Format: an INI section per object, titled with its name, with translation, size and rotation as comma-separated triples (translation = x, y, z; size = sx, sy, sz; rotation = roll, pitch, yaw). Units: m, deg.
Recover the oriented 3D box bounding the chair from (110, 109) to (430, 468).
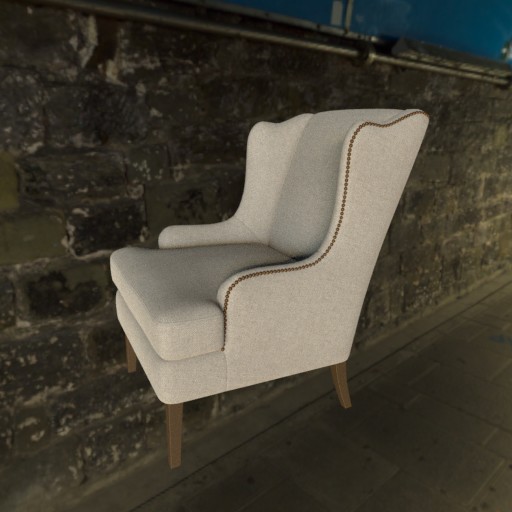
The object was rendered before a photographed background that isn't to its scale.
[chair]
translation = 0.000, 0.000, 1.621
size = 0.940, 1.029, 0.737
rotation = -8, 18, -26
